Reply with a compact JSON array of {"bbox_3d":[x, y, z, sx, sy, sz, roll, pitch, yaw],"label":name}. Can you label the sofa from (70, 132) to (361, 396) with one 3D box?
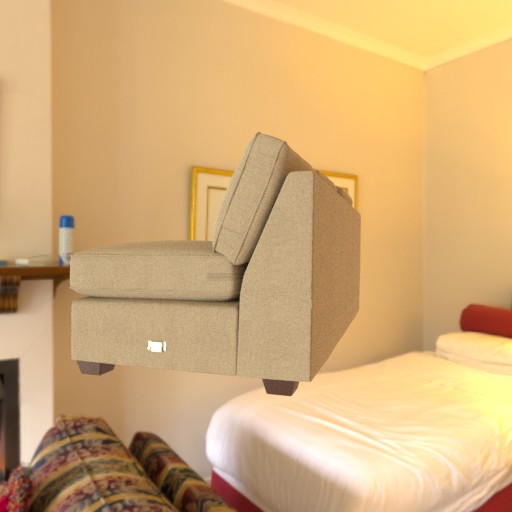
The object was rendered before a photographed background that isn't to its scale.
[{"bbox_3d":[0.000,0.000,2.772,1.127,1.036,2.092,0,1,18],"label":"sofa"}]
